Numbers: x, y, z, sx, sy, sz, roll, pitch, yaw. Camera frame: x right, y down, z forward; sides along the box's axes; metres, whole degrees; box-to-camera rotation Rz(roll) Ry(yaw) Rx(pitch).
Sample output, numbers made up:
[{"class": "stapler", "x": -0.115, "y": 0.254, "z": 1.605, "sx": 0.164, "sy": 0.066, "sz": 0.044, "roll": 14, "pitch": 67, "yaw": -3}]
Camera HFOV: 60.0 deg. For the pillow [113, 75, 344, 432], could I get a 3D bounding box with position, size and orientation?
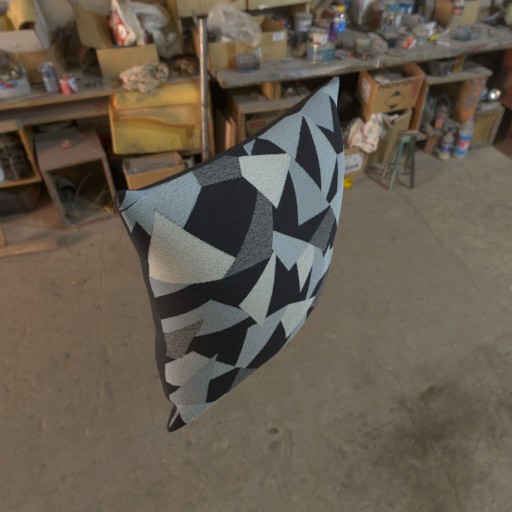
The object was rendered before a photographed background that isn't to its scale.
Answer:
[{"class": "pillow", "x": 0.000, "y": 0.000, "z": 0.776, "sx": 0.208, "sy": 0.496, "sz": 0.503, "roll": 27, "pitch": 48, "yaw": 27}]
